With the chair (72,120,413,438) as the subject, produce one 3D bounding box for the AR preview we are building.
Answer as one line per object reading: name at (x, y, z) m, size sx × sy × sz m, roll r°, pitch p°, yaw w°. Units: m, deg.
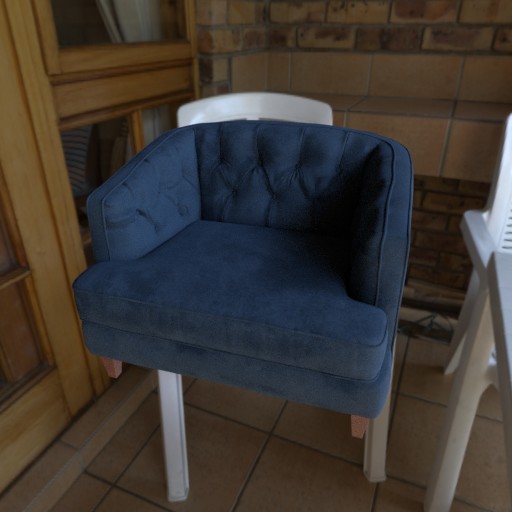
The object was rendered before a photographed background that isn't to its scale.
chair at (0.000, 0.000, 1.724) m, size 1.094 × 0.852 × 0.940 m, roll 8°, pitch 29°, yaw 15°
